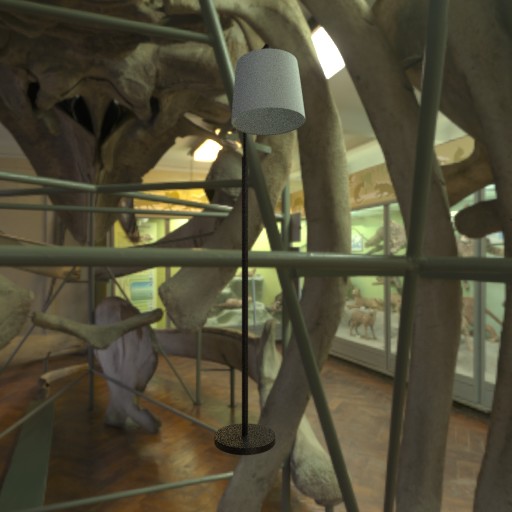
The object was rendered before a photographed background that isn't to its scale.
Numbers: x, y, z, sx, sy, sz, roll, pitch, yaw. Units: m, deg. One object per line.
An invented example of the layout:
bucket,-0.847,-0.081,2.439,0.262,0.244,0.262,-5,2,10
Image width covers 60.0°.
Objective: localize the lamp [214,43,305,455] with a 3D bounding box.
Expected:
lamp,0.000,0.000,1.645,0.254,1.478,0.508,0,0,-20
